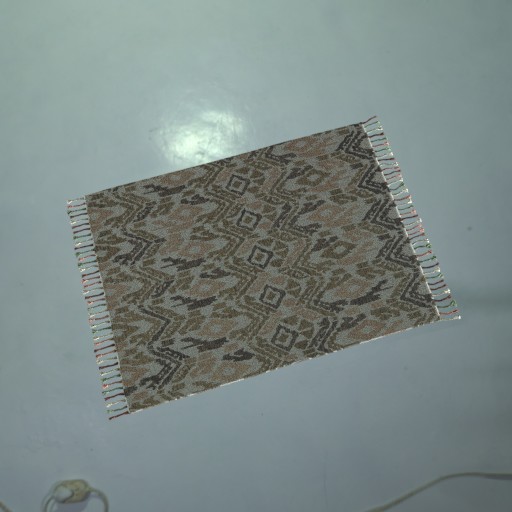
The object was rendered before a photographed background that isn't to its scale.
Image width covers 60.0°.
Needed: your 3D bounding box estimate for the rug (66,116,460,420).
[{"bbox_3d":[0.000,0.000,2.340,1.829,0.008,1.219,-16,75,-4],"label":"rug"}]
